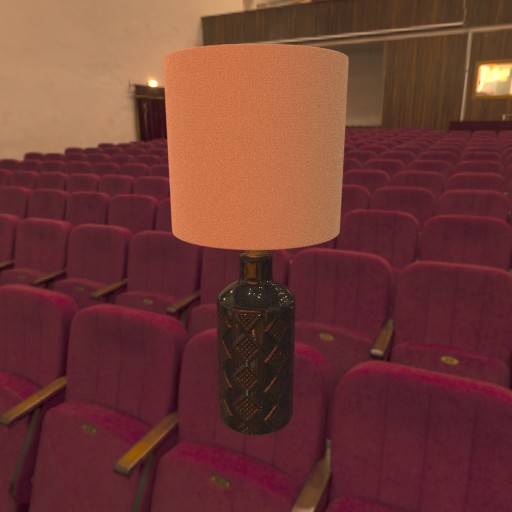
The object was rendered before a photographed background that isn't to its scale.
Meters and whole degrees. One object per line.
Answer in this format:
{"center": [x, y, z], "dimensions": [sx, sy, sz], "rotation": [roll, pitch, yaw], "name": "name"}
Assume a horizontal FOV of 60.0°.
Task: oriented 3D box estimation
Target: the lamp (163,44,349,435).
{"center": [0.000, 0.000, 0.566], "dimensions": [0.207, 0.461, 0.207], "rotation": [8, 18, 26], "name": "lamp"}
